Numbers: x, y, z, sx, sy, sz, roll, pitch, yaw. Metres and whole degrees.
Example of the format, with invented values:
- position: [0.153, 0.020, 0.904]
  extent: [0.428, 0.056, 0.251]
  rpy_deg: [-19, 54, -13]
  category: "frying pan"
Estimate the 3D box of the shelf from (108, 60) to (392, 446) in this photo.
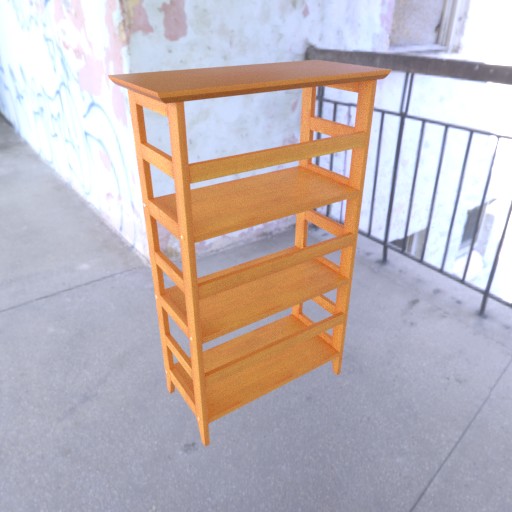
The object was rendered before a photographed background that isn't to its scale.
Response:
- position: [0.000, 0.000, 1.383]
  extent: [0.660, 1.067, 0.305]
  rpy_deg: [-18, 34, -29]
  category: "shelf"
